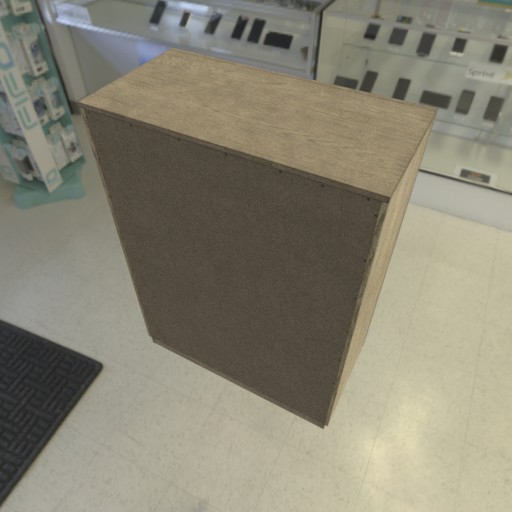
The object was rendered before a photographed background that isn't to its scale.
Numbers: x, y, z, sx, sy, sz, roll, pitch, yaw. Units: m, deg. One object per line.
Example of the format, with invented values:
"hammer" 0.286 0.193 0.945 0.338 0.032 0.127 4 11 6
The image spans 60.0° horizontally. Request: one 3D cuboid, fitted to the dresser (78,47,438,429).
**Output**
"dresser" 0.000 0.000 1.789 0.967 1.295 0.483 21 50 20
